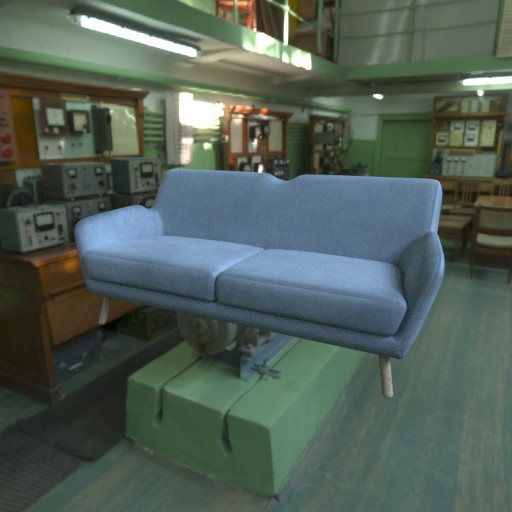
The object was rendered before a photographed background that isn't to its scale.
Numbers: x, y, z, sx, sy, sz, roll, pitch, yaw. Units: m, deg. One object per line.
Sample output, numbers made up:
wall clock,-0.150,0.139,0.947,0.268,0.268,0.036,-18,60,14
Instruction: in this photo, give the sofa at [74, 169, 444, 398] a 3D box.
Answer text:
sofa,0.000,0.000,2.338,1.870,0.810,0.850,8,17,26
